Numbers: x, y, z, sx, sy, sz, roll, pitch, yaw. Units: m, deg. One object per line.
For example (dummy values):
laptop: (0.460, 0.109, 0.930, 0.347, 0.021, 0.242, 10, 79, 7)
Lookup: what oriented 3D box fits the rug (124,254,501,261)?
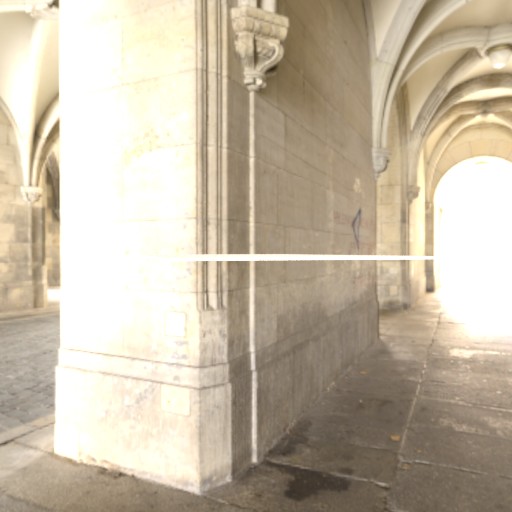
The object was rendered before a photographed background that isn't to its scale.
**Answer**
rug: (0.000, 0.000, 2.934, 1.524, 0.008, 2.440, 0, 1, -20)
